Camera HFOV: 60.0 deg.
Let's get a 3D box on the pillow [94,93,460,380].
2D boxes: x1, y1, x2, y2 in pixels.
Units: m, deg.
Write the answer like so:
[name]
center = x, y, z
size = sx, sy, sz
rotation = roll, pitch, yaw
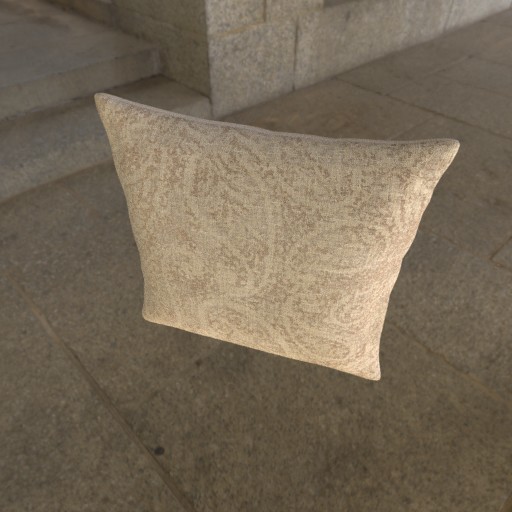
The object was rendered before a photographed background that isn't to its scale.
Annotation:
[pillow]
center = 0.000, 0.000, 0.769
size = 0.523, 0.510, 0.166
rotation = 12, 43, 13
